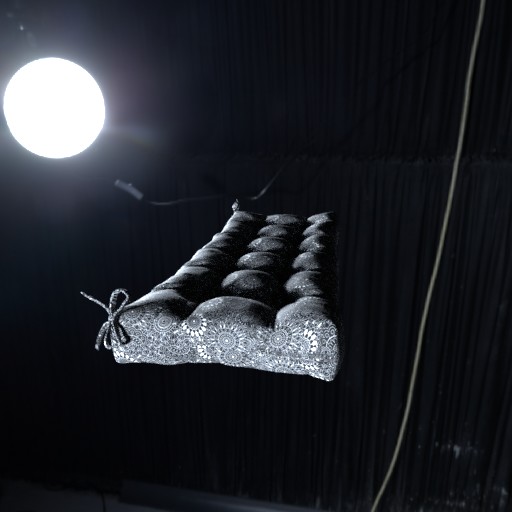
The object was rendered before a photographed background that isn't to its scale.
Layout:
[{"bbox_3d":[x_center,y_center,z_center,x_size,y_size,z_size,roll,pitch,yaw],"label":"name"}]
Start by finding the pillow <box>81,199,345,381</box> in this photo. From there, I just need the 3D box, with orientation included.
[{"bbox_3d":[0.000,0.000,1.343,0.511,0.174,1.194,3,16,9],"label":"pillow"}]
